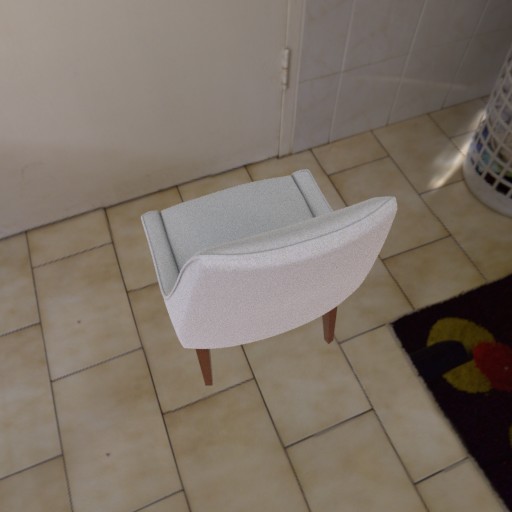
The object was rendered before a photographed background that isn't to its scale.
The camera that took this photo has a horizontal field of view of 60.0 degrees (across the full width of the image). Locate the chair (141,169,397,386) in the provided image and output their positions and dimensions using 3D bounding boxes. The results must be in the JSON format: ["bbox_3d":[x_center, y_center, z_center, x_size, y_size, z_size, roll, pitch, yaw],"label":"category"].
[{"bbox_3d":[0.000,0.000,1.188,0.529,0.861,0.544,-17,60,-10],"label":"chair"}]
